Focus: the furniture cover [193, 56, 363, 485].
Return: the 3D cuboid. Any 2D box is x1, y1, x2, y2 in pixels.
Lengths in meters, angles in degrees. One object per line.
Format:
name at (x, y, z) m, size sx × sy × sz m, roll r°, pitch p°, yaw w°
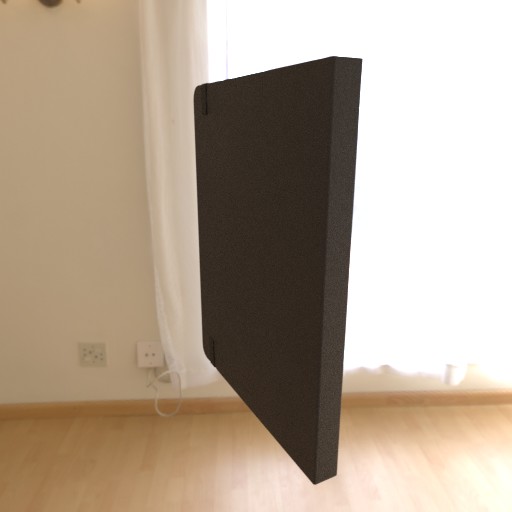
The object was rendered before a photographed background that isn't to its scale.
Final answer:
furniture cover at (0.000, 0.000, 0.370) m, size 0.023 × 0.281 × 0.216 m, roll -8°, pitch 18°, yaw -27°
